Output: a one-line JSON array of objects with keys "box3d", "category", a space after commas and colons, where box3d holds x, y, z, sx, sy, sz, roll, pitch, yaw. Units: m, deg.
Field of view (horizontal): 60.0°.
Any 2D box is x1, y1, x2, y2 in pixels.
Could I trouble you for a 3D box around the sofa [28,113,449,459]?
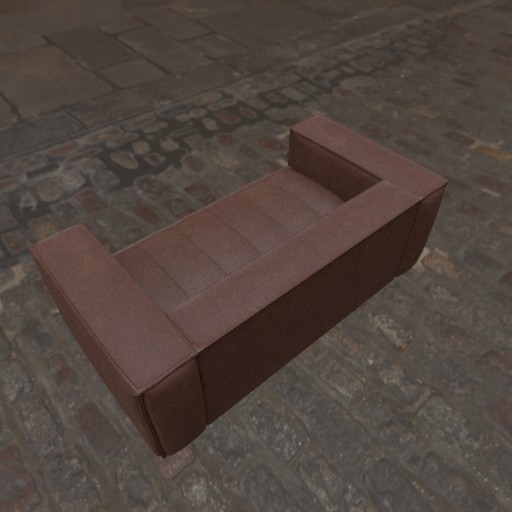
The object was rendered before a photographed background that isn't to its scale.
[{"box3d": [0.000, 0.000, 2.582, 2.088, 0.703, 1.102, -31, 53, -27], "category": "sofa"}]
